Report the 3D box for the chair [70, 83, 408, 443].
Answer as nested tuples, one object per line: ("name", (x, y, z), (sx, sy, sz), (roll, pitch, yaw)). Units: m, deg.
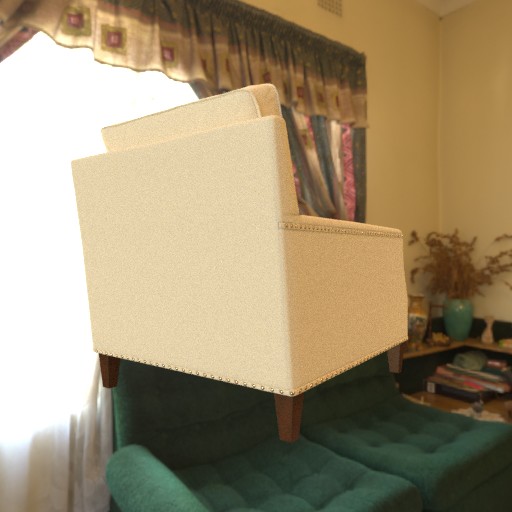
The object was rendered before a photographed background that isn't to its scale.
("chair", (0.000, 0.000, 1.673), (0.853, 0.943, 1.014), (0, 1, 36))
